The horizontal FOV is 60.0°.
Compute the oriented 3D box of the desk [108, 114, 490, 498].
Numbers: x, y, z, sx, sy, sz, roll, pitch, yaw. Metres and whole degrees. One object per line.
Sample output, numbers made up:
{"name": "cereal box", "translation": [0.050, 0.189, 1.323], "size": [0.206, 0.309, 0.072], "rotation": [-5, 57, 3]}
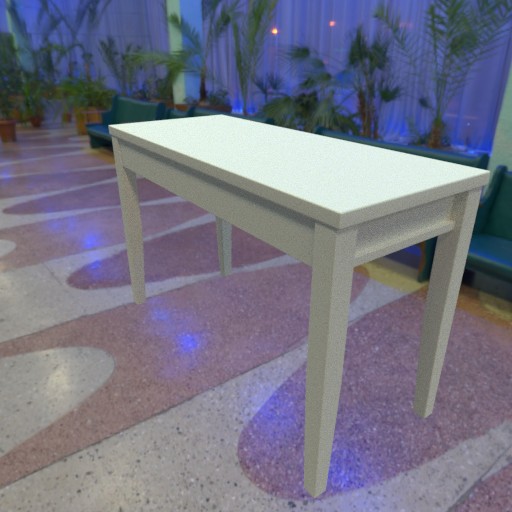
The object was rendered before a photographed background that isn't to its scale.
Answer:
{"name": "desk", "translation": [0.000, 0.000, 1.537], "size": [0.508, 0.775, 1.220], "rotation": [-17, 30, -32]}
